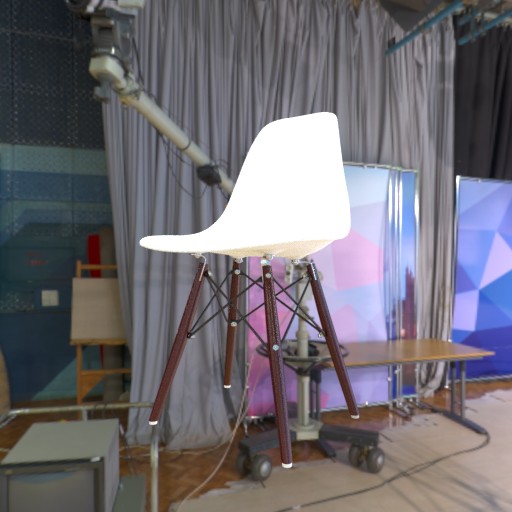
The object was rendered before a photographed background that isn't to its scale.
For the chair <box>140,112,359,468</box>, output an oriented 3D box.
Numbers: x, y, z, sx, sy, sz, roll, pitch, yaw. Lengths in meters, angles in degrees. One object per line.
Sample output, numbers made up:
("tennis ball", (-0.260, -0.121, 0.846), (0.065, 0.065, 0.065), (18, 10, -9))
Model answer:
("chair", (0.000, 0.000, 1.126), (0.470, 0.826, 0.533), (1, 2, 33))
